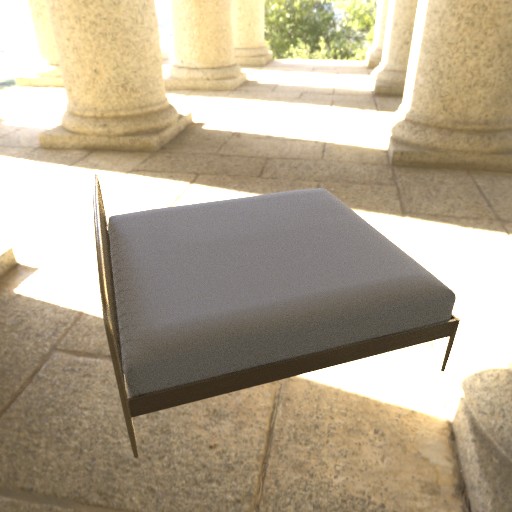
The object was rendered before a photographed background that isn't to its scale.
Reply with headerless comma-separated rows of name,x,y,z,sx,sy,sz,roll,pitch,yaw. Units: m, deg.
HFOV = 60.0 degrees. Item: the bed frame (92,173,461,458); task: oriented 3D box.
bed frame,0.000,0.000,3.354,2.152,1.174,2.016,-10,32,-16
